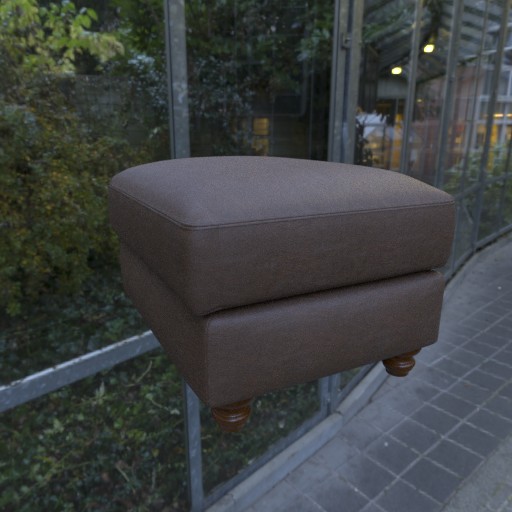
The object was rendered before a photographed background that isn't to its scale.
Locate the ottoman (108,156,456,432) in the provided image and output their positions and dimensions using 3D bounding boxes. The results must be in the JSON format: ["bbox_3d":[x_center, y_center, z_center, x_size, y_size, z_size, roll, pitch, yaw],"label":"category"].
[{"bbox_3d":[0.000,0.000,1.175,0.635,0.508,0.787,-8,17,-26],"label":"ottoman"}]
